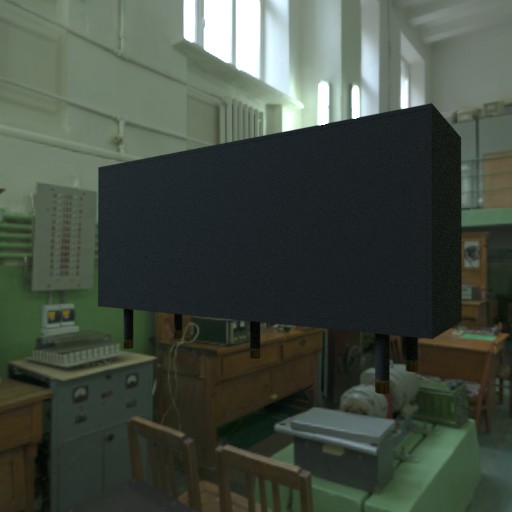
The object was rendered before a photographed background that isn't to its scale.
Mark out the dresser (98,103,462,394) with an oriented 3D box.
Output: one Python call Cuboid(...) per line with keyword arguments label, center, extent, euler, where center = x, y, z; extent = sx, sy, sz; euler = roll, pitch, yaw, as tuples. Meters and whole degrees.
Cuboid(label="dresser", center=(0.000, 0.000, 1.909), extent=(1.558, 0.872, 0.463), euler=(0, -1, 35))
